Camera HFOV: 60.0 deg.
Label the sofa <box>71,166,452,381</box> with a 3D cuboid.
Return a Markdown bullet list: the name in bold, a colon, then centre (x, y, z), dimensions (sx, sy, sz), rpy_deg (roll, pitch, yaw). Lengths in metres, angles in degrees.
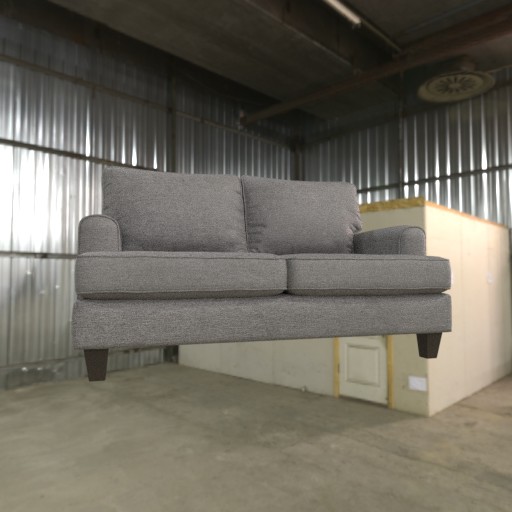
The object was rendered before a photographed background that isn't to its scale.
- **sofa**: centre (0.000, 0.000, 2.240), dimensions (1.651, 0.965, 0.965), rpy_deg (1, -2, -17)
